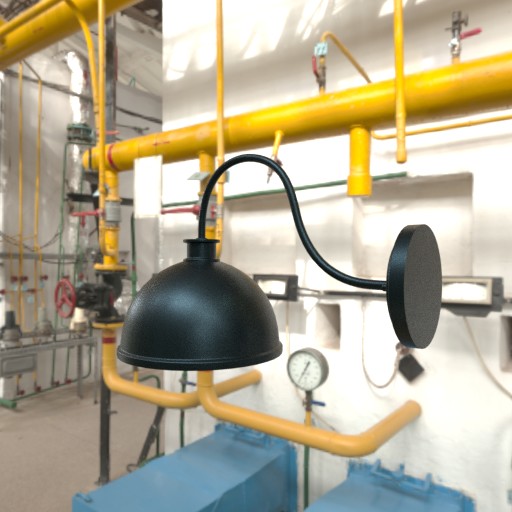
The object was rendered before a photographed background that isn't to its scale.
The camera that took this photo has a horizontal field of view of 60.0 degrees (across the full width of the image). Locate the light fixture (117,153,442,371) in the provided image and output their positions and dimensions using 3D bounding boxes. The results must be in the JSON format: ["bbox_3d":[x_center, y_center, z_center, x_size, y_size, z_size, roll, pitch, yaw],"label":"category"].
[{"bbox_3d":[0.000,0.000,0.627,0.467,0.295,0.253,0,-1,37],"label":"light fixture"}]
